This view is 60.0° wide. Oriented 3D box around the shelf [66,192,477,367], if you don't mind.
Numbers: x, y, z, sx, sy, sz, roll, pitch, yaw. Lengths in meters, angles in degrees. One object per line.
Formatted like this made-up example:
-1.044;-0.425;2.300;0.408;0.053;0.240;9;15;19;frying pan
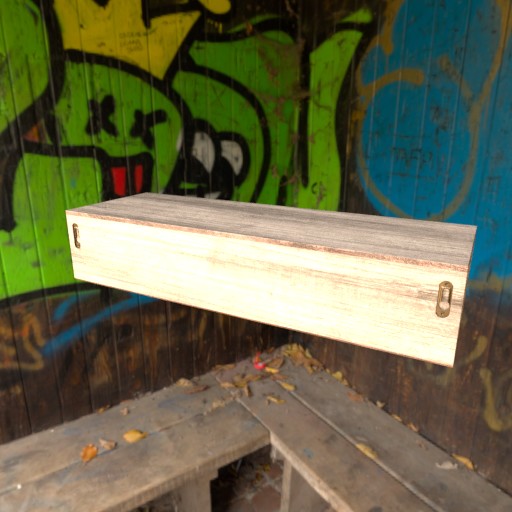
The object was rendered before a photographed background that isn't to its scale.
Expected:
0.000;0.000;0.704;0.610;0.125;0.200;9;20;26;shelf
